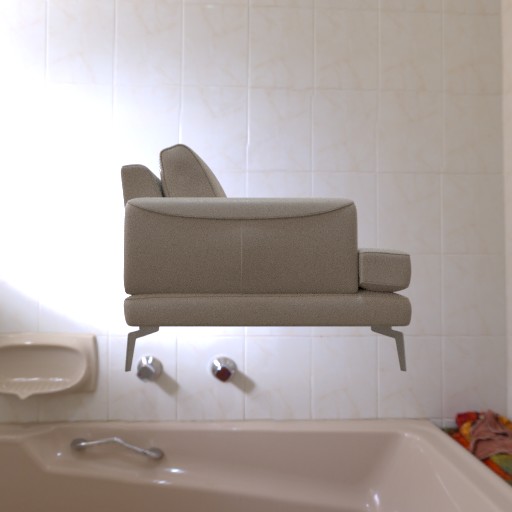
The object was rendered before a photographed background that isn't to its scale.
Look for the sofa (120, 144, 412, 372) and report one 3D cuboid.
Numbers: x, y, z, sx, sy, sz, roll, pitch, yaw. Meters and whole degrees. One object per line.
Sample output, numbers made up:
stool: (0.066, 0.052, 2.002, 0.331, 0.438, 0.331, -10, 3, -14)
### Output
sofa: (0.000, 0.000, 2.339, 0.974, 0.765, 1.940, 0, -1, 0)
